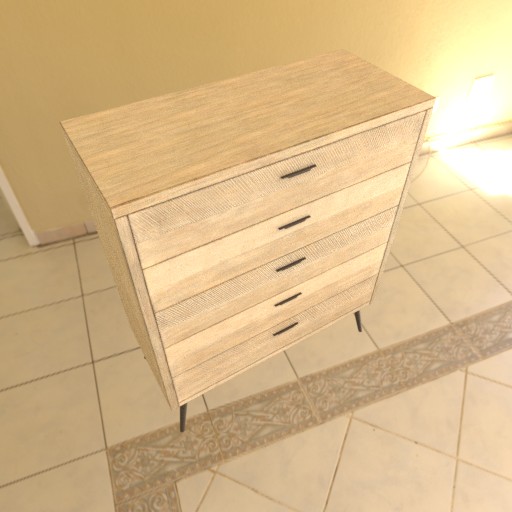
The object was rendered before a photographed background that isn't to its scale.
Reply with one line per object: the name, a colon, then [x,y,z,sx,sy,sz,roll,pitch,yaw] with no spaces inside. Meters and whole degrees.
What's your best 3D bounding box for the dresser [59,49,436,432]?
dresser: [0.000,0.000,1.727,1.016,1.219,0.457,-23,50,-21]
